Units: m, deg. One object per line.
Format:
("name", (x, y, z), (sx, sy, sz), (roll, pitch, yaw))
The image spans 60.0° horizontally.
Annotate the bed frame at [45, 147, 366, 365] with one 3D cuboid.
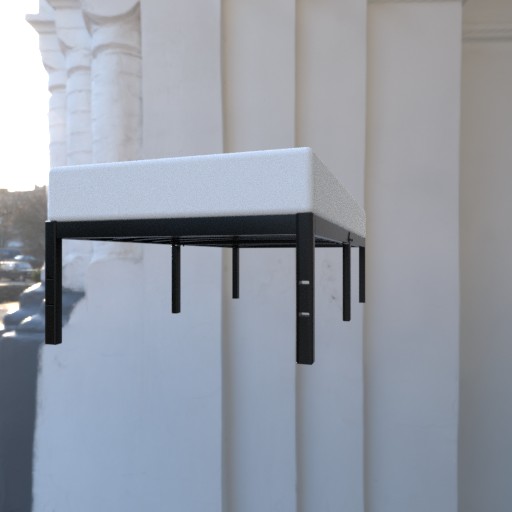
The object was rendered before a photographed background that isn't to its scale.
("bed frame", (0.000, 0.000, 2.407), (1.023, 0.659, 1.950), (0, 0, 18))
